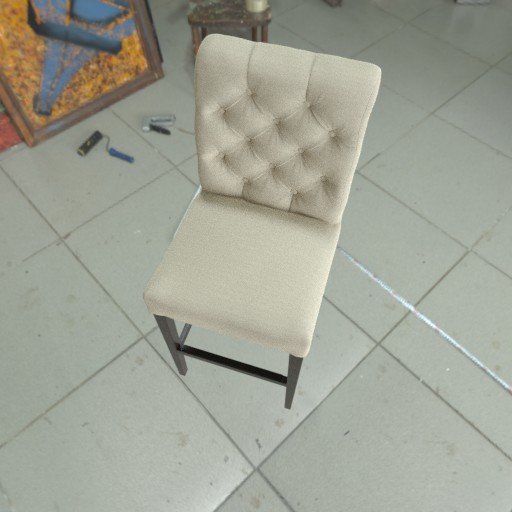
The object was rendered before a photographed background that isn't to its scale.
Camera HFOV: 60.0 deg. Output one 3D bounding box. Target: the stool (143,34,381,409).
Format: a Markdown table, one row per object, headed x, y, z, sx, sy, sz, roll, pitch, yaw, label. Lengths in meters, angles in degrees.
| x | y | z | sx | sy | sz | roll | pitch | yaw | label |
| --- | --- | --- | --- | --- | --- | --- | --- | --- | --- |
| 0.000 | 0.000 | 1.435 | 0.482 | 1.118 | 0.610 | 15 | 58 | 10 | stool |
